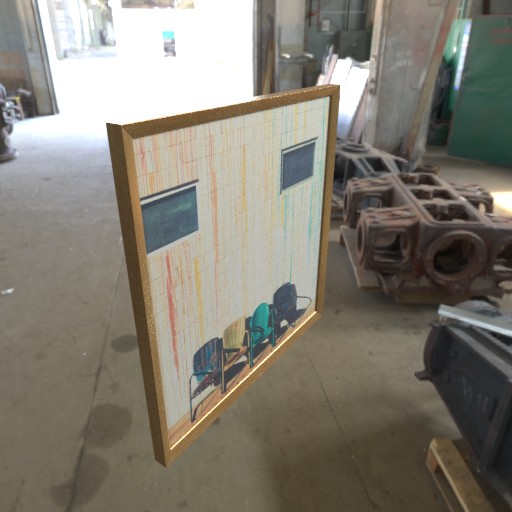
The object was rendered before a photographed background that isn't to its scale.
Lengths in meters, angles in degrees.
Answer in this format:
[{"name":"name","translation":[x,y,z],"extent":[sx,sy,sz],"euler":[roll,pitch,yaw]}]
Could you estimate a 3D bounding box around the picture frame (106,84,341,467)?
[{"name":"picture frame","translation":[0.000,0.000,1.126],"extent":[0.037,0.761,0.758],"euler":[18,31,31]}]
